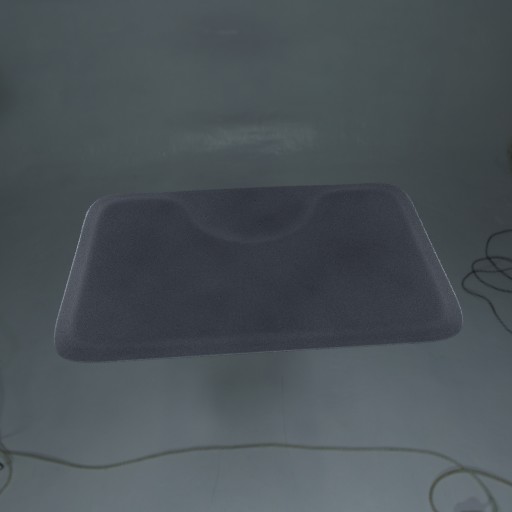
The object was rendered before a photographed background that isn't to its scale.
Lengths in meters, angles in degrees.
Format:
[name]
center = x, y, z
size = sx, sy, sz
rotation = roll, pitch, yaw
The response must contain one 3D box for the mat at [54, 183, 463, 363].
[mat]
center = 0.000, 0.000, 1.862
size = 1.524, 0.013, 0.918
rotation = -3, 47, -3
